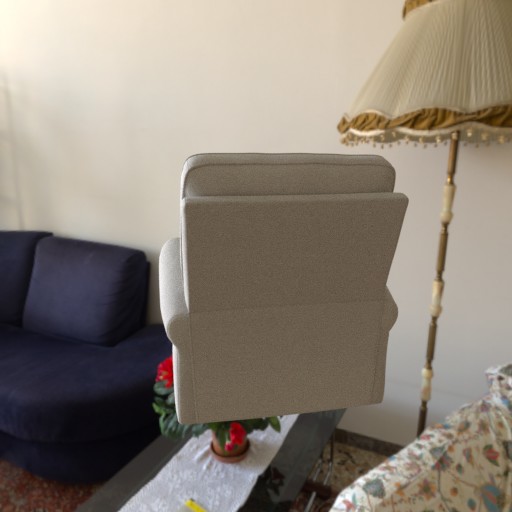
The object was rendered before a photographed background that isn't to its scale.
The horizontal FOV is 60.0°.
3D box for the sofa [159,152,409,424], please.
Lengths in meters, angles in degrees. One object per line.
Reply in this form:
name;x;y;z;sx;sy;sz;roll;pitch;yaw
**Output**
sofa;0.000;0.000;2.056;0.880;0.959;1.478;-3;15;-10
